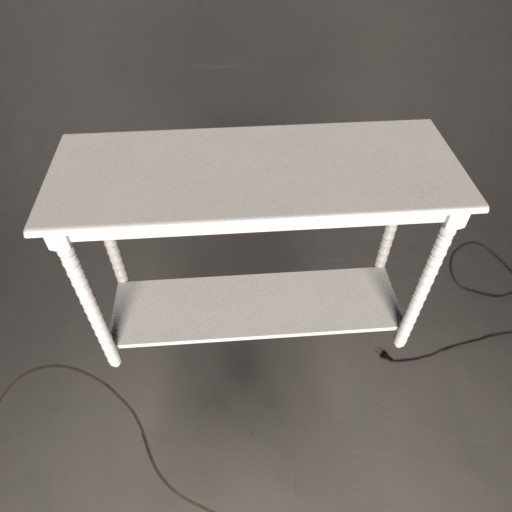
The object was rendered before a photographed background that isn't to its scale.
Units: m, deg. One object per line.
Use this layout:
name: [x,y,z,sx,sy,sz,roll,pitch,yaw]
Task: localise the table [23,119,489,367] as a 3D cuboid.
table: [0.000,0.000,1.532,1.184,0.740,0.459,-3,47,-3]
